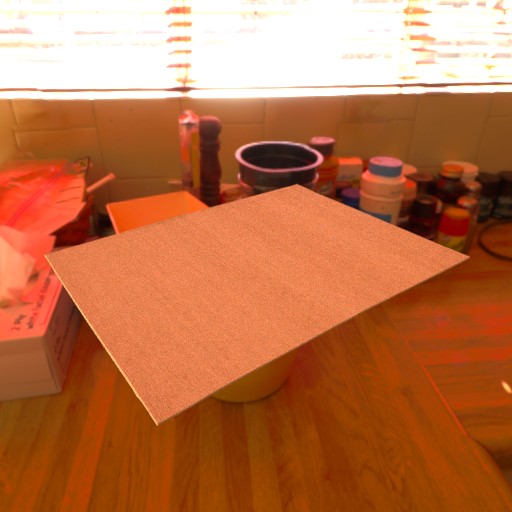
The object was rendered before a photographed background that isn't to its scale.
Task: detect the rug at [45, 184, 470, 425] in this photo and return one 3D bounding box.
[{"bbox_3d":[0.000,0.000,4.171,3.202,0.045,2.434,-20,35,-31],"label":"rug"}]
